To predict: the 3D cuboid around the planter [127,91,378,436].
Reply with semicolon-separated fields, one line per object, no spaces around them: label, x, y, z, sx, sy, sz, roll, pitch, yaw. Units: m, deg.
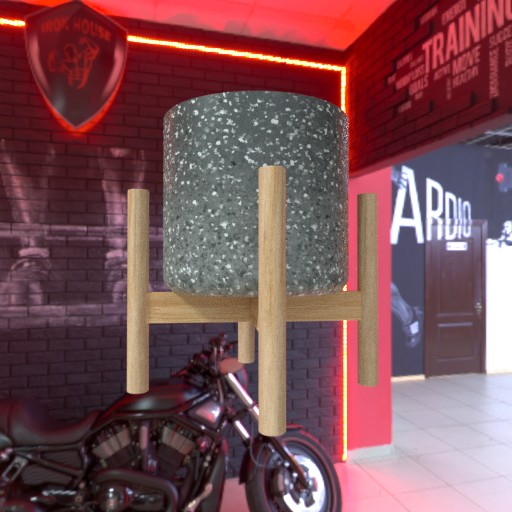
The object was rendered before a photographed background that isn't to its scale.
planter;0.000;0.000;0.542;0.284;0.320;0.284;0;-1;17
